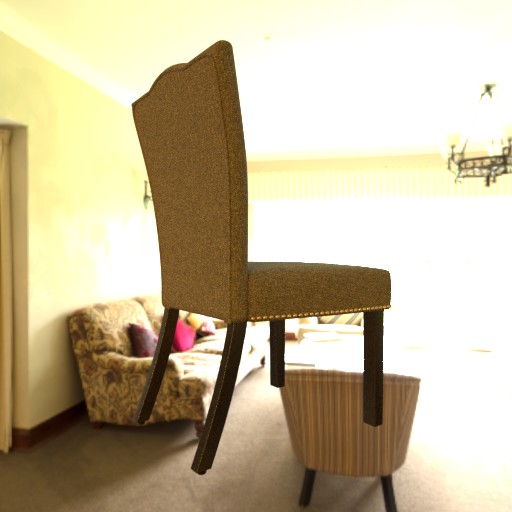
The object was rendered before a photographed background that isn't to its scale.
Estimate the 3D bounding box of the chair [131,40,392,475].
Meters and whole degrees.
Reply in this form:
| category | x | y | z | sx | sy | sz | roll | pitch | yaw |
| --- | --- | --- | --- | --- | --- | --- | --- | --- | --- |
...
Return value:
| category | x | y | z | sx | sy | sz | roll | pitch | yaw |
| --- | --- | --- | --- | --- | --- | --- | --- | --- | --- |
| chair | 0.000 | 0.000 | 1.269 | 0.589 | 0.946 | 0.518 | -1 | 1 | -36 |
